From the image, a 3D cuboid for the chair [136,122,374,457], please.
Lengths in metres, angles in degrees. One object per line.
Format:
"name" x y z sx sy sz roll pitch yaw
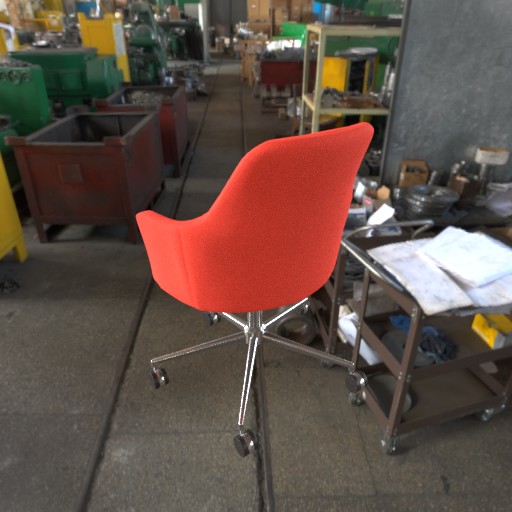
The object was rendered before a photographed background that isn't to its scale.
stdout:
"chair" 0.000 0.000 1.282 0.655 0.820 0.600 -19 35 -31
